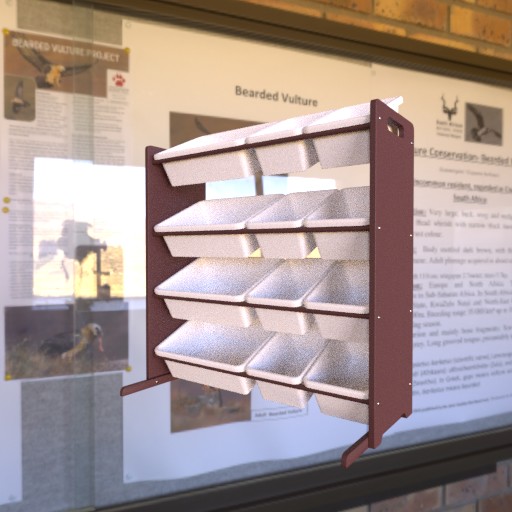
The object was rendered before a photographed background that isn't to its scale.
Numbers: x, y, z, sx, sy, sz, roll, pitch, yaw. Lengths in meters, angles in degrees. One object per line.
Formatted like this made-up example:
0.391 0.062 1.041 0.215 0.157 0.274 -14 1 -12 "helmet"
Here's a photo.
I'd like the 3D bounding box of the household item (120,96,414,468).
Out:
0.000 0.000 1.288 0.787 0.864 0.389 1 1 36 "household item"
